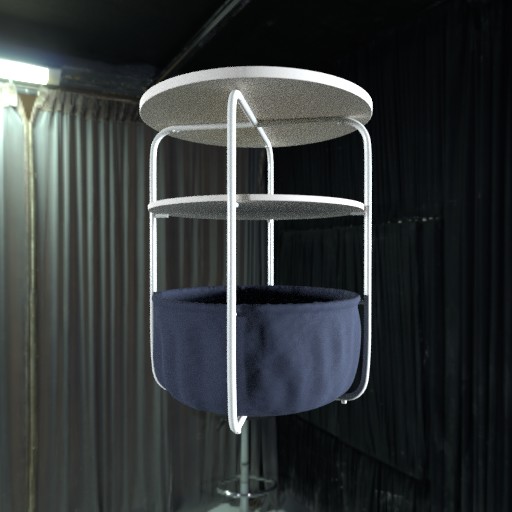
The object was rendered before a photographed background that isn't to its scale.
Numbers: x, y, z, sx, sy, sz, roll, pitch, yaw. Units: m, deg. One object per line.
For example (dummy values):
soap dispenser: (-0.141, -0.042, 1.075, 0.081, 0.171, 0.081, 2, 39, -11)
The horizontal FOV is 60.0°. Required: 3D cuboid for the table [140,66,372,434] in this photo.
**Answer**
table: (0.000, 0.000, 0.827, 0.418, 0.532, 0.418, 0, 1, -35)
